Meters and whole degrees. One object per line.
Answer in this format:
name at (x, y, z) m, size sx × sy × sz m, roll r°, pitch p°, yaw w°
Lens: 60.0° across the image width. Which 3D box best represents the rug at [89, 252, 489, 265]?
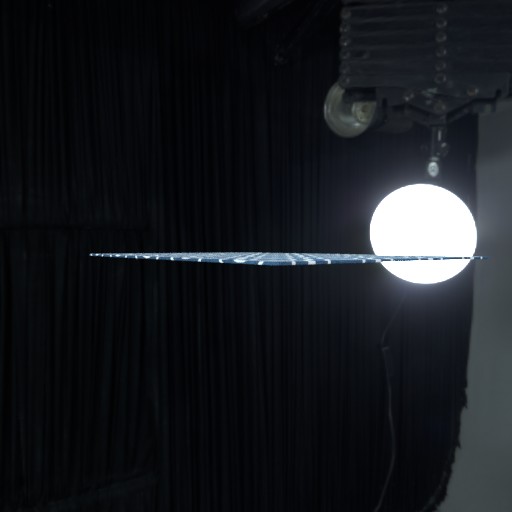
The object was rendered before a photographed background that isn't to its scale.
rug at (0.000, 0.000, 2.223) m, size 1.143 × 0.010 × 1.753 m, roll -1°, pitch 1°, yaw -36°
